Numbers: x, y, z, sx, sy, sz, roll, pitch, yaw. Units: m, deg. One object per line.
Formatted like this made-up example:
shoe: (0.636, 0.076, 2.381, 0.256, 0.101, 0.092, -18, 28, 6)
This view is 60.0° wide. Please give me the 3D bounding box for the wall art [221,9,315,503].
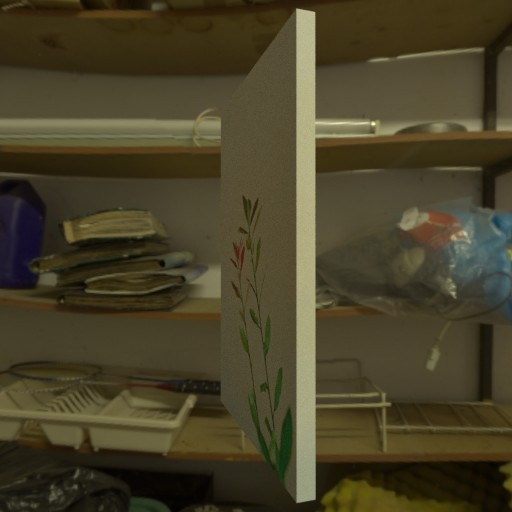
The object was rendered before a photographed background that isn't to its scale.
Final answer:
wall art: (0.000, 0.000, 1.117, 0.039, 0.915, 0.612, 0, 0, -18)
